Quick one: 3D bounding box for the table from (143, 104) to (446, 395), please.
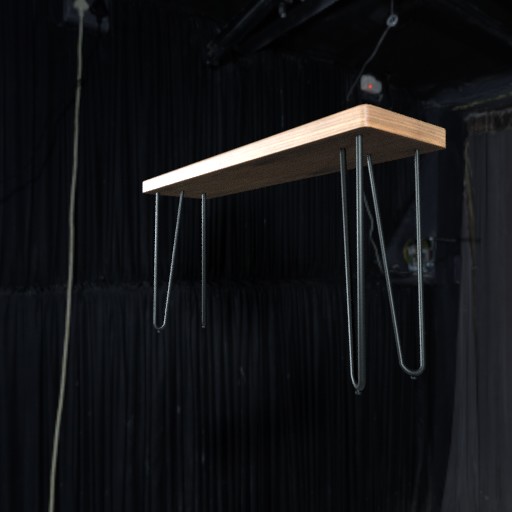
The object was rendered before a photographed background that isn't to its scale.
[{"bbox_3d":[0.000,0.000,1.972,0.425,0.834,1.570,0,0,-37],"label":"table"}]
